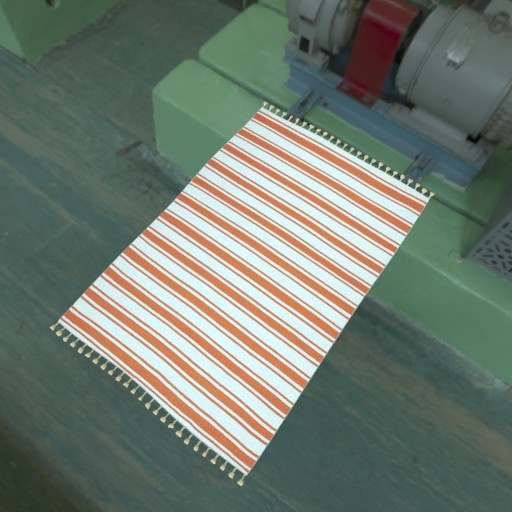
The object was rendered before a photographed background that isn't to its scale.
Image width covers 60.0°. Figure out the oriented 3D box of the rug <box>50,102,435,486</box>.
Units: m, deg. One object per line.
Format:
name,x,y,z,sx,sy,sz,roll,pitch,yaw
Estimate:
rug,0.000,0.000,3.095,1.556,0.022,2.433,34,69,14
